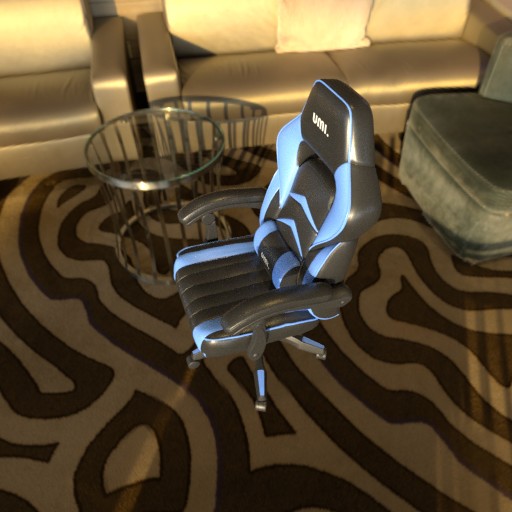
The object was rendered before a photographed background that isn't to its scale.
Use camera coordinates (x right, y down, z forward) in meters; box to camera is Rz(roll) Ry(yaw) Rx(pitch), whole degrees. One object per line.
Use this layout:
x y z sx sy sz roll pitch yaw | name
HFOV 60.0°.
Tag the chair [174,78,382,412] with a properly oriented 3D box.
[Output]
0.000 0.000 1.769 0.700 1.280 0.700 -15 48 -15 | chair
